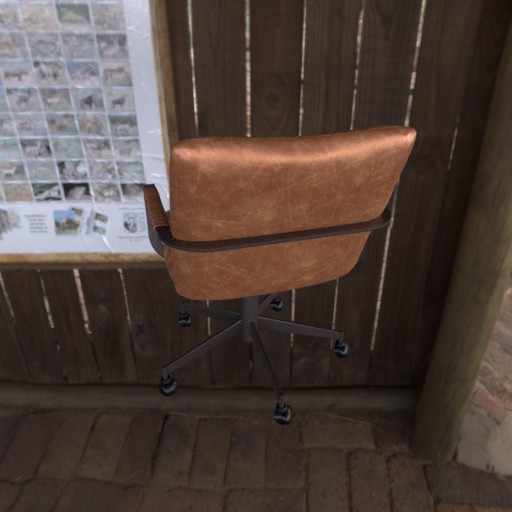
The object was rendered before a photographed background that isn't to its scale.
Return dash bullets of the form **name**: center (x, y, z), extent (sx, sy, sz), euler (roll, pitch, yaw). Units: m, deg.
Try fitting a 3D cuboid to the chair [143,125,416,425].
- **chair**: center (0.000, 0.000, 1.450), extent (0.727, 0.922, 0.754), euler (-8, 27, -16)
